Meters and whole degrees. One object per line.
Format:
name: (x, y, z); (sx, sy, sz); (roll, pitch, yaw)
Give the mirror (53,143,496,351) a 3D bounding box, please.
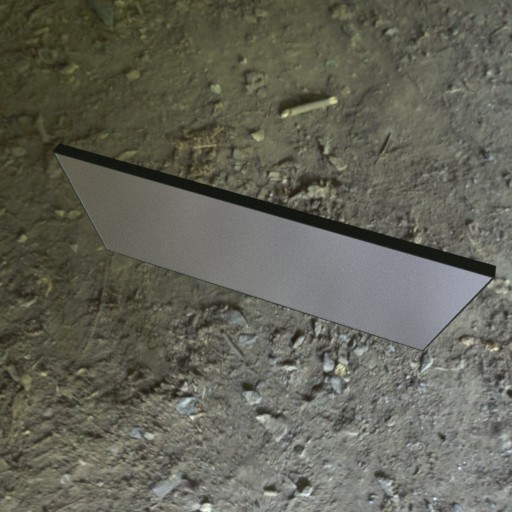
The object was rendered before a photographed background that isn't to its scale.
mirror: (0.000, 0.000, 1.811); (1.584, 0.692, 0.047); (17, 60, 10)
